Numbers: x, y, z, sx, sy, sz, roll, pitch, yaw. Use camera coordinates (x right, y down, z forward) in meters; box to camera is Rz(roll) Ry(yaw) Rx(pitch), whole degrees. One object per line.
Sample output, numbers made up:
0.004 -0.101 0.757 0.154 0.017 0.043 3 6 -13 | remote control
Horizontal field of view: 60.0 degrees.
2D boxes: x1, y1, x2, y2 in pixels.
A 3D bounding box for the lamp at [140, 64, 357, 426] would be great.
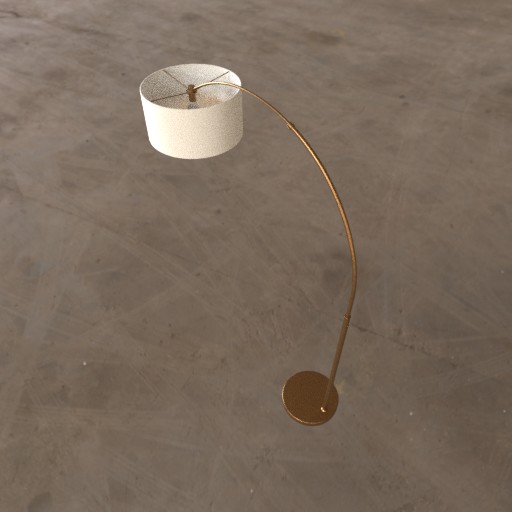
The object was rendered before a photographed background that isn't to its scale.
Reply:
0.000 0.000 2.526 0.493 1.927 1.434 -33 55 -28 | lamp
